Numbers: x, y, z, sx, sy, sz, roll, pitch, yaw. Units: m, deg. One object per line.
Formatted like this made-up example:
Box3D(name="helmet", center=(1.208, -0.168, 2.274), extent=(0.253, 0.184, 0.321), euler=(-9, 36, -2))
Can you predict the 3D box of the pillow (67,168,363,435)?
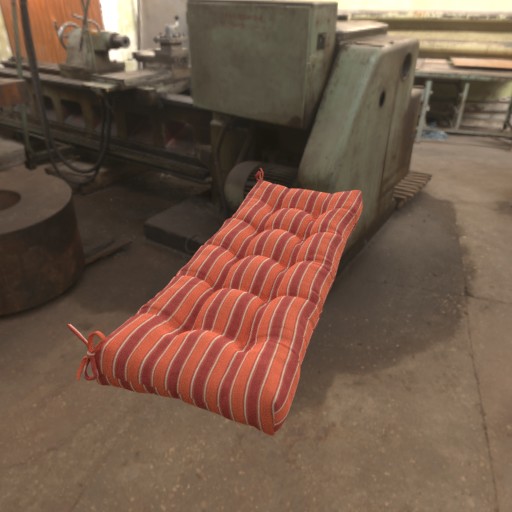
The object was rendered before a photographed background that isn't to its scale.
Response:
Box3D(name="pillow", center=(0.000, 0.000, 1.371), extent=(0.511, 0.174, 1.194), euler=(10, 32, 17))
